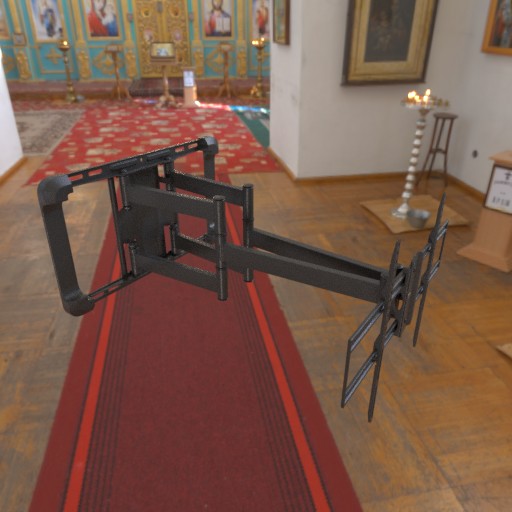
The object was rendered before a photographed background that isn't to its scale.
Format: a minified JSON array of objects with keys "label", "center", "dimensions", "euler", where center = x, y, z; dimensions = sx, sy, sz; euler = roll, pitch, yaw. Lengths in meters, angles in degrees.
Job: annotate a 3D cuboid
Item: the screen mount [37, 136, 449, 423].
[{"label":"screen mount","center":[0.000,0.000,1.297],"dimensions":[0.905,0.483,0.725],"euler":[17,31,31]}]
